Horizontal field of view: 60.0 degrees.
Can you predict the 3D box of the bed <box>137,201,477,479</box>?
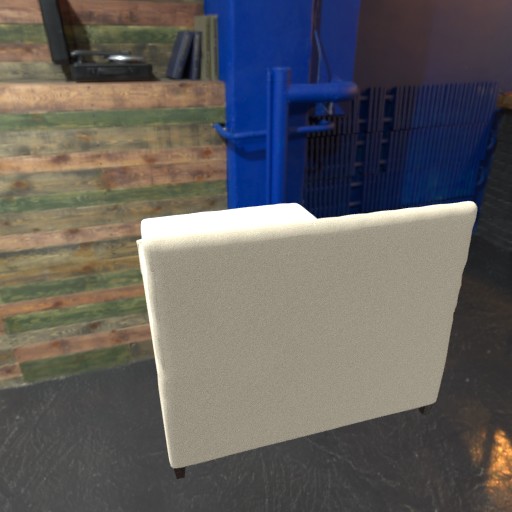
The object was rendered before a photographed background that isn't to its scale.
[{"bbox_3d":[0.000,0.000,3.350,1.698,1.427,2.387,-8,27,-15],"label":"bed"}]
